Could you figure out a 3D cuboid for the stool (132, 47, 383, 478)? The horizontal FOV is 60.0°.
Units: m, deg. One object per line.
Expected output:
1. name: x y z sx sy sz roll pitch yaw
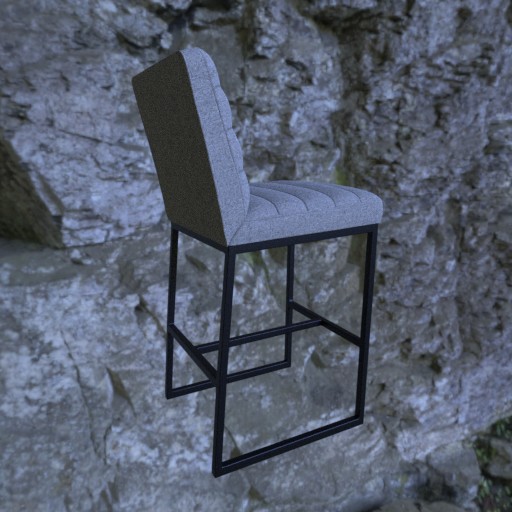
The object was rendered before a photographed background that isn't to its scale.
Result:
1. stool: 0.000 0.000 1.315 0.571 1.034 0.459 -7 15 -27
